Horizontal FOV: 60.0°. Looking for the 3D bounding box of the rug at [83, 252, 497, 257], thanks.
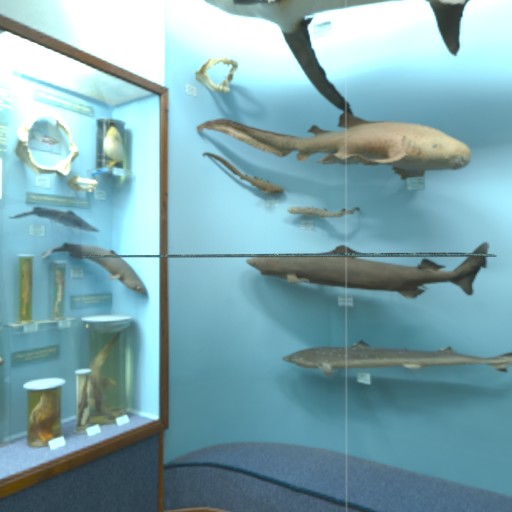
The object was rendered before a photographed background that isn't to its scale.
[{"bbox_3d":[0.000,0.000,2.475,2.292,0.014,0.685,0,0,37],"label":"rug"}]
